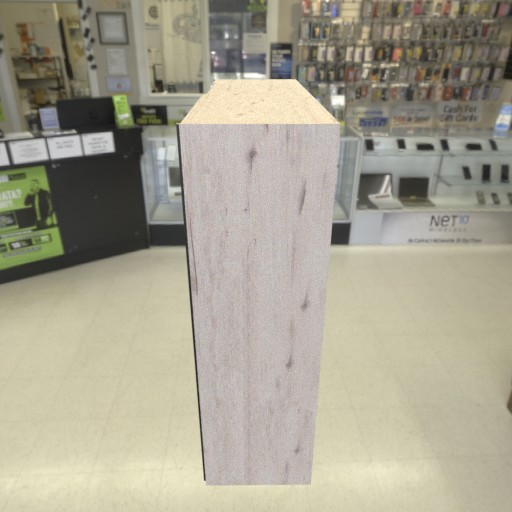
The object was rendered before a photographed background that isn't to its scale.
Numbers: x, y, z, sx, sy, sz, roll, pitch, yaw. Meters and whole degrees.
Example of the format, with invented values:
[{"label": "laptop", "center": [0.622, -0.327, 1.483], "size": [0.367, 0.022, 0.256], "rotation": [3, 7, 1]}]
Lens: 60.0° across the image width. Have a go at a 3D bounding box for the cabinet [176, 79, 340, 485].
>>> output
[{"label": "cabinet", "center": [0.000, 0.000, 3.158], "size": [0.660, 2.180, 2.000], "rotation": [0, 26, 0]}]
